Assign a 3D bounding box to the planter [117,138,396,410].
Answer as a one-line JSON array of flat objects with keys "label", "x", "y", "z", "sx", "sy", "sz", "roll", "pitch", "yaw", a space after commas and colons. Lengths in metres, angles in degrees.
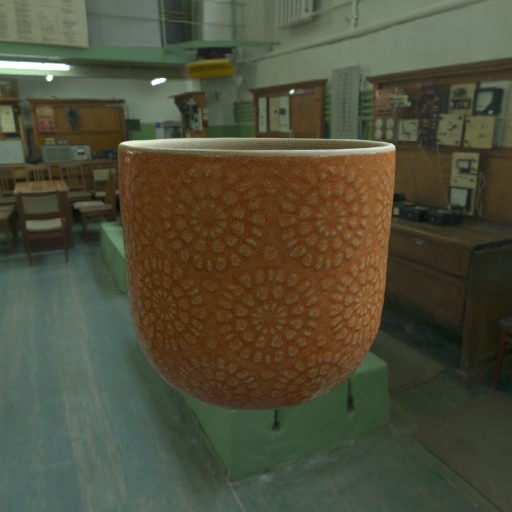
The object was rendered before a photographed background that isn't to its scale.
[{"label": "planter", "x": 0.000, "y": 0.000, "z": 0.290, "sx": 0.170, "sy": 0.152, "sz": 0.170, "roll": 0, "pitch": 17, "yaw": 0}]
